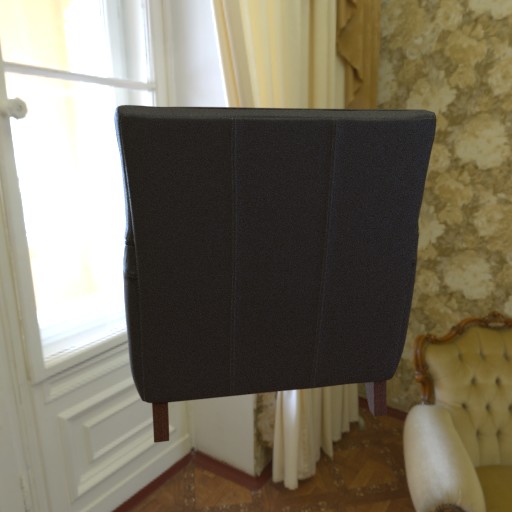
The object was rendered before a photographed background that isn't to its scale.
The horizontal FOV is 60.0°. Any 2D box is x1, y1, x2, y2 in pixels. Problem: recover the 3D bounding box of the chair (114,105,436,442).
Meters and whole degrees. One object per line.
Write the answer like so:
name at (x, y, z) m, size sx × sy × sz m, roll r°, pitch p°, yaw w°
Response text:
chair at (0.000, 0.000, 1.561) m, size 0.870 × 0.943 × 0.825 m, roll -3°, pitch 14°, yaw -10°
